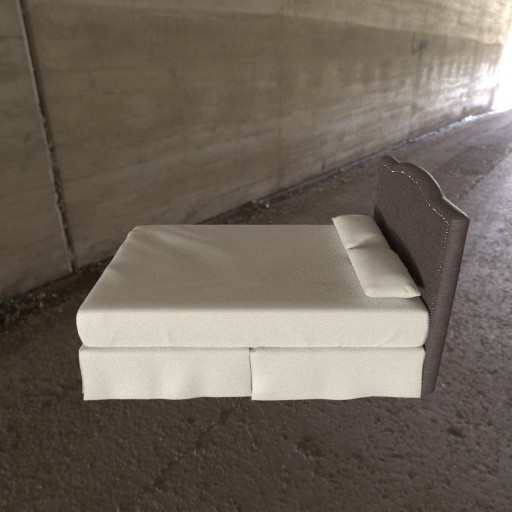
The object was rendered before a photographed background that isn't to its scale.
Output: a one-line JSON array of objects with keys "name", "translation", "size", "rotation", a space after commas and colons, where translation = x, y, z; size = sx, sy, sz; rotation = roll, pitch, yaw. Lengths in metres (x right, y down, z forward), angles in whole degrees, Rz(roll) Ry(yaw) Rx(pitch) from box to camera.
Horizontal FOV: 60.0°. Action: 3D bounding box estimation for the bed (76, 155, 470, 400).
[{"name": "bed", "translation": [0.000, 0.000, 3.585], "size": [2.507, 1.441, 1.741], "rotation": [0, 25, 0]}]
